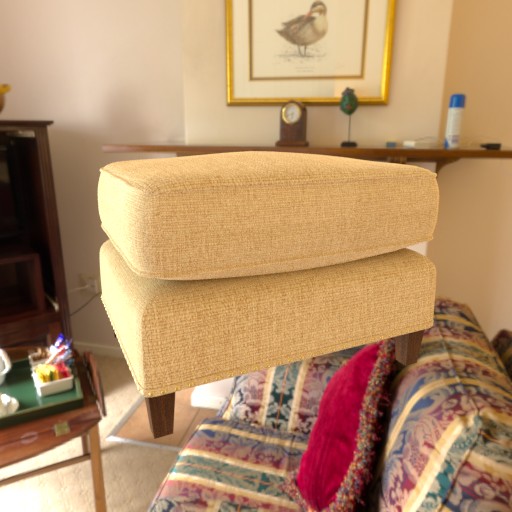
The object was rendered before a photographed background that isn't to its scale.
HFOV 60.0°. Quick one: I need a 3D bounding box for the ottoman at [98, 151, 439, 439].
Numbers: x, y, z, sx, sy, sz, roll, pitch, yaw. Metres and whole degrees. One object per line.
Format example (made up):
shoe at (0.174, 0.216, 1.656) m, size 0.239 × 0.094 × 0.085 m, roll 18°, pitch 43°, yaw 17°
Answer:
ottoman at (0.000, 0.000, 1.165) m, size 0.738 × 0.537 × 0.589 m, roll -7°, pitch 17°, yaw -25°
